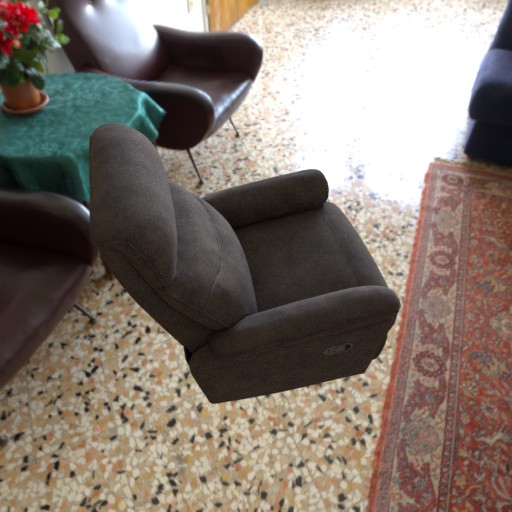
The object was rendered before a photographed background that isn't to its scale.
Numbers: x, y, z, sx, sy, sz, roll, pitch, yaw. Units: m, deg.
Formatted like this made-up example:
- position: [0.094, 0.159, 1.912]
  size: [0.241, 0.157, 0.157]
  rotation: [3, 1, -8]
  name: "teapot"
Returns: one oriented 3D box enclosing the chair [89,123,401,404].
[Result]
- position: [0.000, 0.000, 1.729]
  size: [1.009, 1.035, 0.830]
  rotation: [-11, 48, -10]
  name: "chair"
